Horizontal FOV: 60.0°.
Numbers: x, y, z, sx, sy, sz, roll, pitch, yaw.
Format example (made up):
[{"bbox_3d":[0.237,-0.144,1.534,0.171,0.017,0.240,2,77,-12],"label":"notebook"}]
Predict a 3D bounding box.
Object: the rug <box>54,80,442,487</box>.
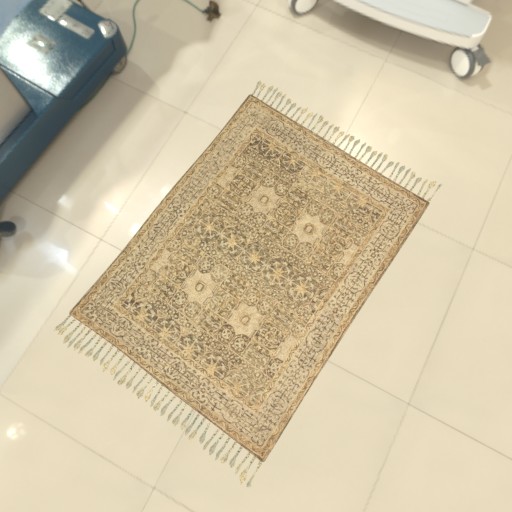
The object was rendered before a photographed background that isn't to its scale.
[{"bbox_3d":[0.000,0.000,3.082,1.619,0.023,2.465,34,76,9],"label":"rug"}]
